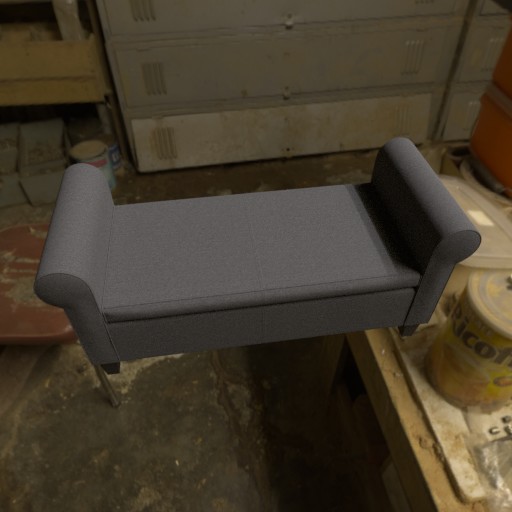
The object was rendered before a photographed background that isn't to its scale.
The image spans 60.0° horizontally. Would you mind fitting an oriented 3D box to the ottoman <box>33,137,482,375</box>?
[{"bbox_3d":[0.000,0.000,1.552,1.256,0.547,0.521,-6,46,-6],"label":"ottoman"}]
